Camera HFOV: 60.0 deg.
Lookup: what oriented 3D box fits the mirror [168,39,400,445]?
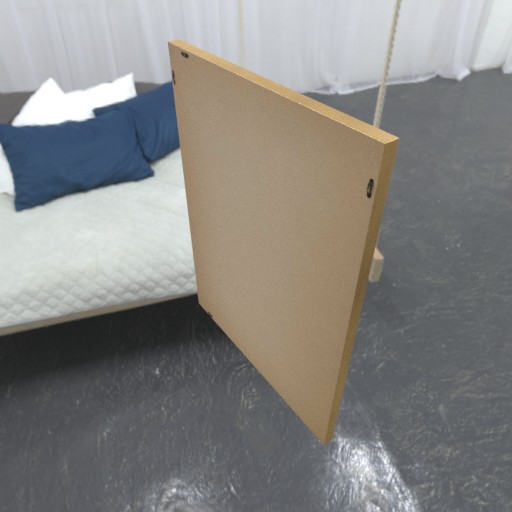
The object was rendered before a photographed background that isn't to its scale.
[{"bbox_3d":[0.000,0.000,1.299,0.041,1.016,0.762,-25,46,-27],"label":"mirror"}]
